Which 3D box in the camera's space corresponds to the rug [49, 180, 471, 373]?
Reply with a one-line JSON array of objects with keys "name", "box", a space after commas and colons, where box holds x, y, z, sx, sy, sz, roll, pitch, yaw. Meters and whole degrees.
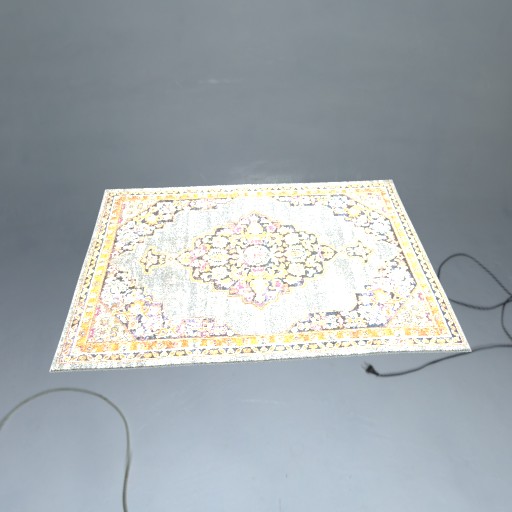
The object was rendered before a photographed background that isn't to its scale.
[{"name": "rug", "box": [0.000, 0.000, 3.745, 2.901, 0.026, 2.043, -2, 45, -2]}]
